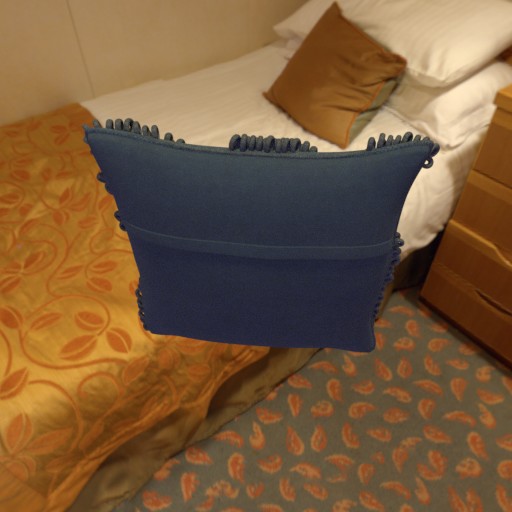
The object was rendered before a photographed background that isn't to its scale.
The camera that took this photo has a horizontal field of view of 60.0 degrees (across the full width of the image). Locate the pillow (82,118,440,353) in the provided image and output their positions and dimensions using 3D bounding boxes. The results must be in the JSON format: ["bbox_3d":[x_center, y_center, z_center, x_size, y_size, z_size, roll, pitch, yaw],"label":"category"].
[{"bbox_3d":[0.000,0.000,0.730,0.469,0.466,0.172,4,46,4],"label":"pillow"}]
